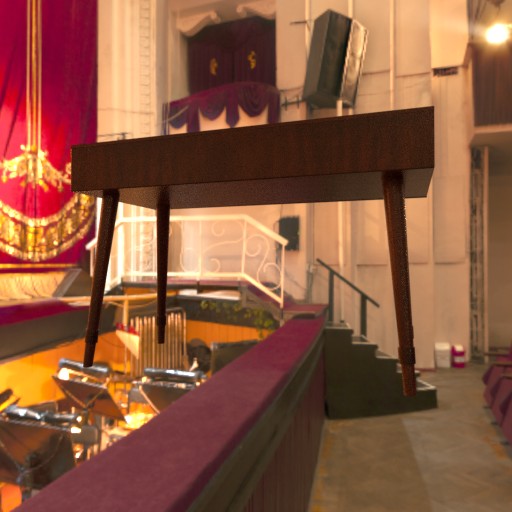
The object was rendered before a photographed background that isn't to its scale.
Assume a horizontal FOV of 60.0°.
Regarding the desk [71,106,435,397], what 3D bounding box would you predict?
[{"bbox_3d":[0.000,0.000,2.147,1.577,1.031,0.734,0,-1,19],"label":"desk"}]
